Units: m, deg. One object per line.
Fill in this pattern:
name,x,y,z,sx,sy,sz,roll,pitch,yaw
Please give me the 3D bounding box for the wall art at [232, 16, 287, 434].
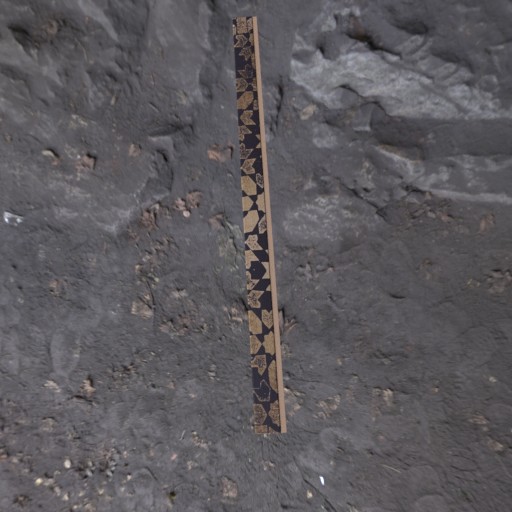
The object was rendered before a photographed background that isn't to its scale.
wall art,0.000,0.000,0.908,0.038,0.612,0.612,-3,75,-1
